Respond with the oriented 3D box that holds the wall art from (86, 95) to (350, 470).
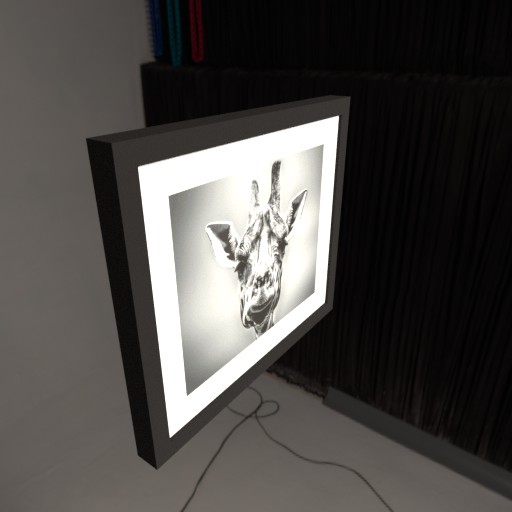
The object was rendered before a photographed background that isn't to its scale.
[{"bbox_3d":[0.000,0.000,0.528,0.031,0.330,0.381,18,31,32],"label":"wall art"}]
